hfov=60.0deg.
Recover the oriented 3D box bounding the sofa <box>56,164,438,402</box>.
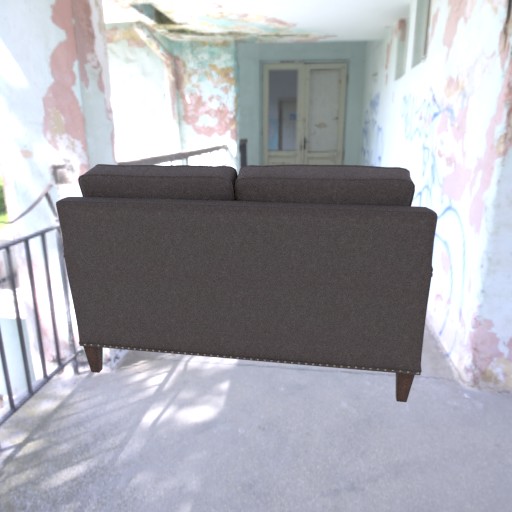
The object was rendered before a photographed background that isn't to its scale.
[{"bbox_3d":[0.000,0.000,2.303,1.597,1.003,1.084,3,17,9],"label":"sofa"}]
